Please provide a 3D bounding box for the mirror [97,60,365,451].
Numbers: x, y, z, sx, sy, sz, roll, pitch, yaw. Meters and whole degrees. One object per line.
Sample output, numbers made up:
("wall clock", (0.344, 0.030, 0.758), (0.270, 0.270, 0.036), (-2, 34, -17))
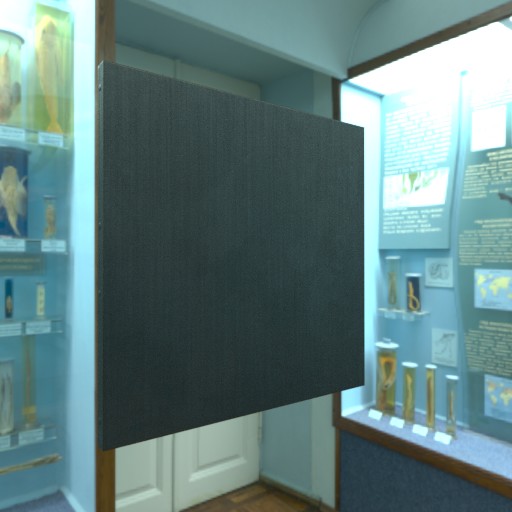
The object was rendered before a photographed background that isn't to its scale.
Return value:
("mirror", (0.000, 0.000, 0.550), (0.382, 0.381, 0.020), (0, 0, -36))
